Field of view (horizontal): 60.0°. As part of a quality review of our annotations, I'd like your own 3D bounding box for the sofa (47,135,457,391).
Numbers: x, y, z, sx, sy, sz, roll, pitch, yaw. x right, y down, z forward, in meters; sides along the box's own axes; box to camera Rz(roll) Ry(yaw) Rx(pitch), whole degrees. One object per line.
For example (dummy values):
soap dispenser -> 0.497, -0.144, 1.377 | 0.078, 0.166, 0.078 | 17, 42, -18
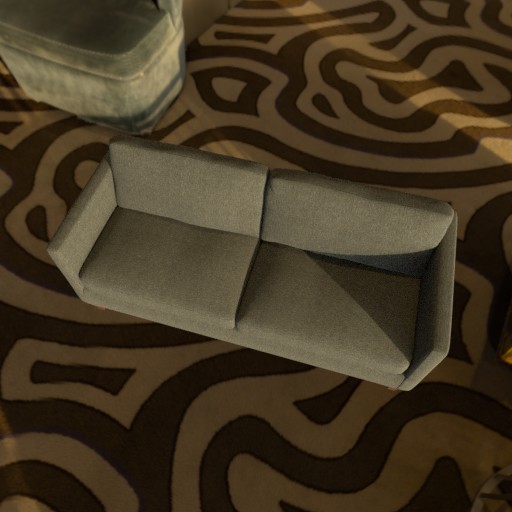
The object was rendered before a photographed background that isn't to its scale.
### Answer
sofa -> 0.000, 0.000, 2.743 | 2.208, 0.965, 0.948 | 14, 59, 9
